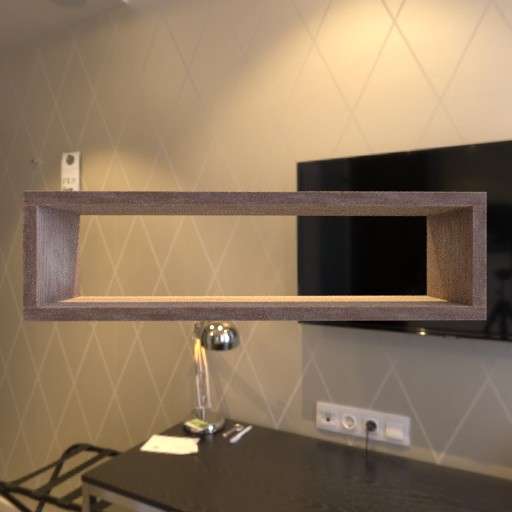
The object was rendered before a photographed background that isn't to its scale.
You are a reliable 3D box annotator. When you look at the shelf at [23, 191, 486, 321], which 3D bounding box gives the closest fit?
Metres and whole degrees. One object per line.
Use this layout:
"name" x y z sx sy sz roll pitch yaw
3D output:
"shelf" 0.000 0.000 0.658 0.610 0.170 0.150 0 0 -1
